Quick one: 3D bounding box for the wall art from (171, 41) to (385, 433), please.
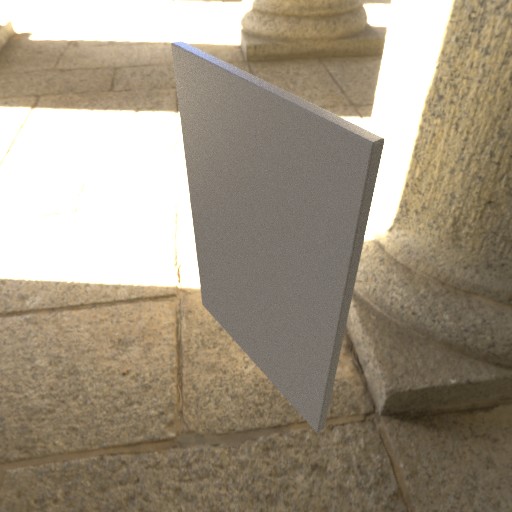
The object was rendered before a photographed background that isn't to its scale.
[{"bbox_3d":[0.000,0.000,1.037,0.026,0.813,0.556,-27,48,-27],"label":"wall art"}]
